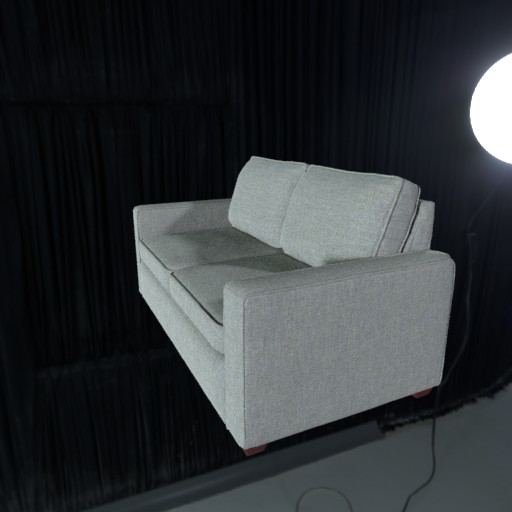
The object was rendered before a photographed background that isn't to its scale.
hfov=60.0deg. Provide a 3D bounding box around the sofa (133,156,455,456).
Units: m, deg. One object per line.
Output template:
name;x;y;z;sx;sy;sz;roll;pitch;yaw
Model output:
sofa;0.000;0.000;2.282;0.945;0.915;1.706;-8;18;-25
